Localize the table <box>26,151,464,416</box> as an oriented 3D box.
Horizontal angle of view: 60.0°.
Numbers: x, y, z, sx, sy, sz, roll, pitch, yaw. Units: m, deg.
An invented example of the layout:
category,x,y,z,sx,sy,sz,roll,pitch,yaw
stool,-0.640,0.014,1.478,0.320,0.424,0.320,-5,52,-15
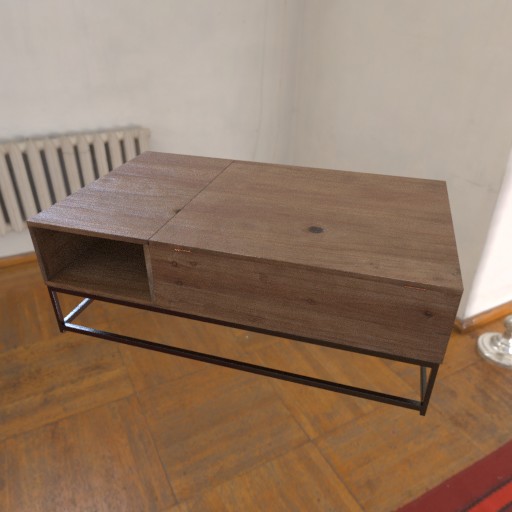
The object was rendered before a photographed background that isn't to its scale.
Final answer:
category,x,y,z,sx,sy,sz,roll,pitch,yaw
table,0.000,0.000,1.422,1.101,0.395,0.655,9,32,15
